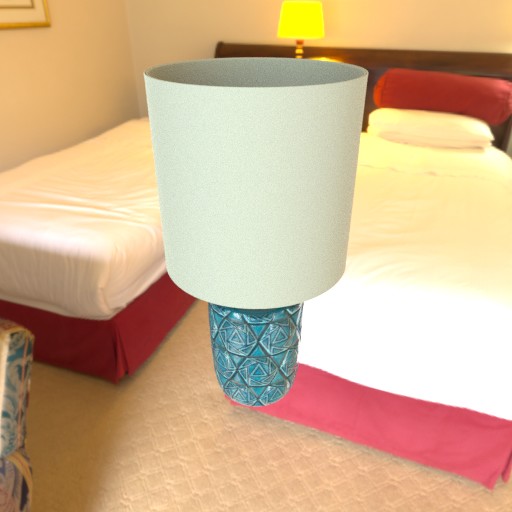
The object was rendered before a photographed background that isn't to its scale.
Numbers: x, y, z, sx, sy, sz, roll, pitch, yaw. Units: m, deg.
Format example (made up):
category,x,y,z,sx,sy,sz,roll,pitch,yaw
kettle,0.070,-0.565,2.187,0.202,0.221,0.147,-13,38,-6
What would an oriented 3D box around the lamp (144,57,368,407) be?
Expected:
category,x,y,z,sx,sy,sz,roll,pitch,yaw
lamp,0.000,0.000,0.482,0.193,0.377,0.193,-9,31,-15
